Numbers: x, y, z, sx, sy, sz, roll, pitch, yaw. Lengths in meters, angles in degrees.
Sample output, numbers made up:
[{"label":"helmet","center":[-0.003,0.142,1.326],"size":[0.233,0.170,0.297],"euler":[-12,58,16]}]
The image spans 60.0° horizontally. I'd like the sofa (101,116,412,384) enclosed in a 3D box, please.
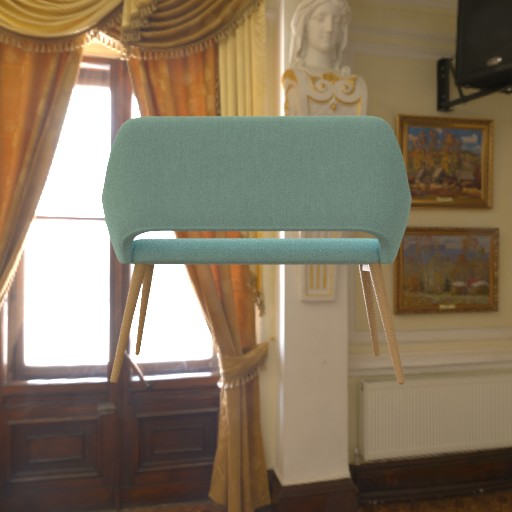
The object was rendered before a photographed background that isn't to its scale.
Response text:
[{"label":"sofa","center":[0.000,0.000,1.622],"size":[1.150,0.840,0.610],"euler":[0,-1,1]}]
